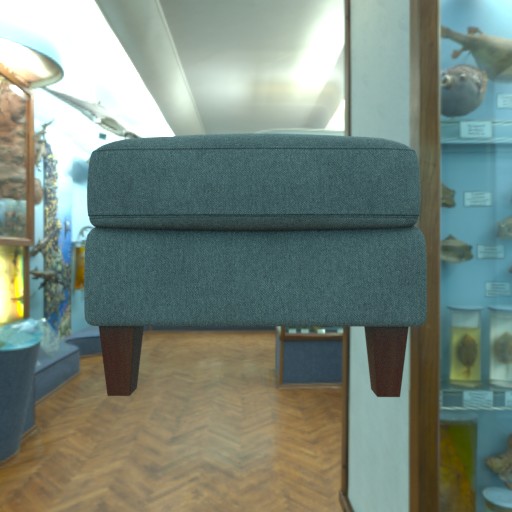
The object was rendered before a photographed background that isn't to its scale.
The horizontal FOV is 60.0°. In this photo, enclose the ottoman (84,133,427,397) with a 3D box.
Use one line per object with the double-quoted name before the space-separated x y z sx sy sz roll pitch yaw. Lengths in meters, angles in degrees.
"ottoman" 0.000 0.000 1.152 0.584 0.483 0.864 0 0 1
